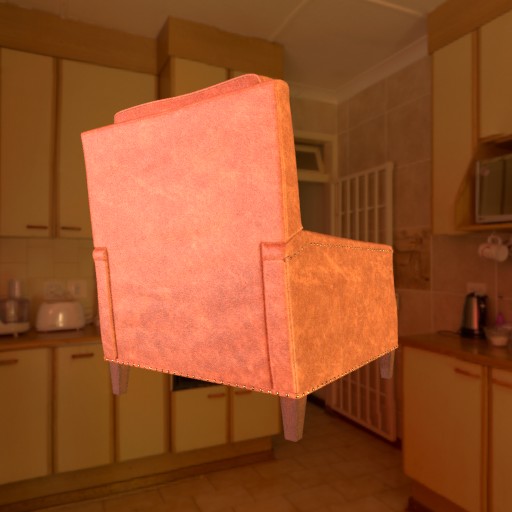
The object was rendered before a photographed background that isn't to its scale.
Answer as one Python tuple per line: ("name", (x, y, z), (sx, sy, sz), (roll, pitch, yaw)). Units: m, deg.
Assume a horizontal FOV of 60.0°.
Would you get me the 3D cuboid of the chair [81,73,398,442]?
("chair", (0.000, 0.000, 1.786), (0.854, 1.054, 1.035), (-1, -1, 35))
